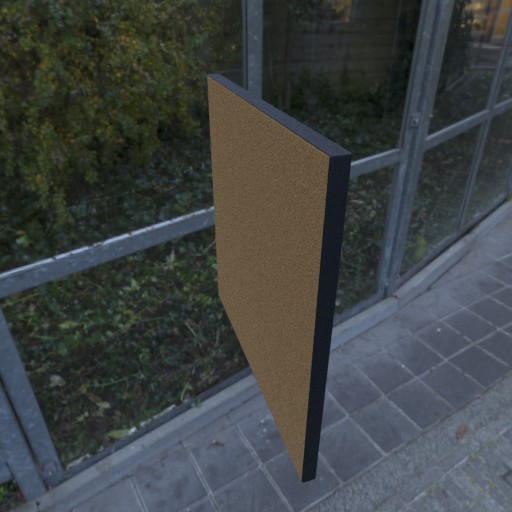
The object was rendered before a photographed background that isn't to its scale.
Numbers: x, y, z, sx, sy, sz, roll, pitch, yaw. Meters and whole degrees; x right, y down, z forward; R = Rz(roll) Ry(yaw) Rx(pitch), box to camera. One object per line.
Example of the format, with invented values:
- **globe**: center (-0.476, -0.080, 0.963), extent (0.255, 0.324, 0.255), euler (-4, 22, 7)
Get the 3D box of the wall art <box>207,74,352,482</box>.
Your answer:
- **wall art**: center (0.000, 0.000, 0.671), extent (0.022, 0.453, 0.456), euler (-10, 32, -16)
